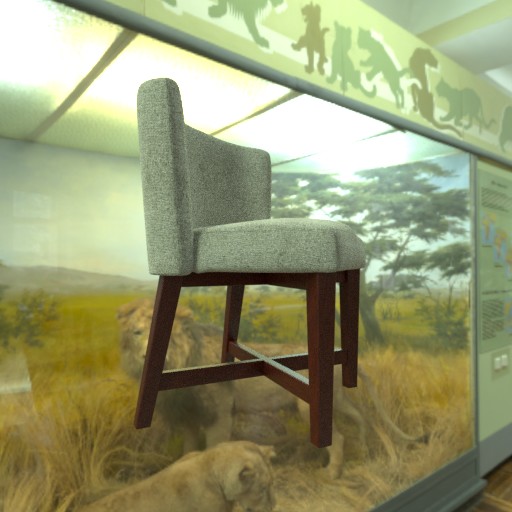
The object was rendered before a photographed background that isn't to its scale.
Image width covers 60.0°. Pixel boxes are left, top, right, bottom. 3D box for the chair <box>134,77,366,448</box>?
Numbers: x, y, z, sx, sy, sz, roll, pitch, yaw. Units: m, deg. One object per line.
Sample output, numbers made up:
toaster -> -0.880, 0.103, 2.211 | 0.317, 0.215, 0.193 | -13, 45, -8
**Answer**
chair -> 0.000, 0.000, 1.253 | 0.575, 0.827, 0.728 | 0, -1, 19
